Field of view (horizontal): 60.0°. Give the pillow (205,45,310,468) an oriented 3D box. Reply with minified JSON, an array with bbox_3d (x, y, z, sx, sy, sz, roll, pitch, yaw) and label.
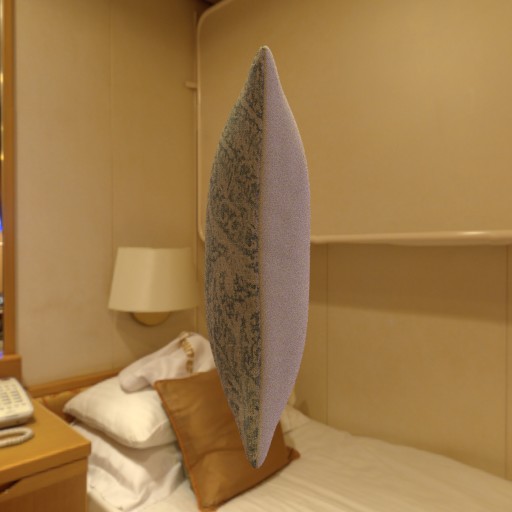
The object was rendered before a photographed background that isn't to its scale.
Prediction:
[{"bbox_3d":[0.000,0.000,0.791,0.166,0.510,0.523,0,1,-1],"label":"pillow"}]
